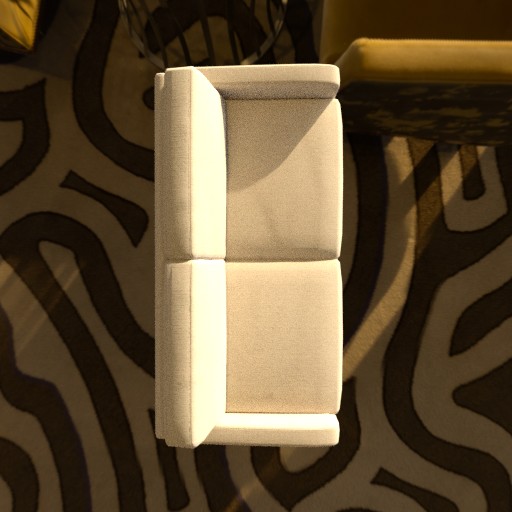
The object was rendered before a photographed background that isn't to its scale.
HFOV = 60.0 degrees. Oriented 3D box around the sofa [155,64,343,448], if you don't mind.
[{"bbox_3d":[0.000,0.000,2.225,0.894,0.831,1.808,0,91,-1],"label":"sofa"}]
